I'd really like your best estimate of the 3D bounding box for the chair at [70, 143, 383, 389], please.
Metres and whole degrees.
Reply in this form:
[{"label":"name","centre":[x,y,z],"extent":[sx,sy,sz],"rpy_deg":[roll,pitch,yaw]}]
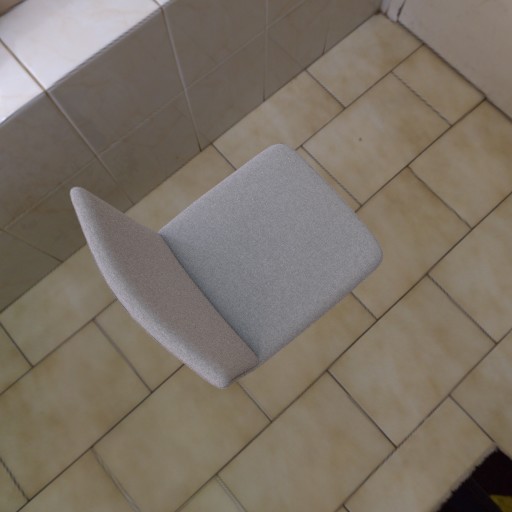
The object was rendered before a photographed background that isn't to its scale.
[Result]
[{"label":"chair","centre":[0.000,0.000,1.157],"extent":[0.570,0.859,0.456],"rpy_deg":[-38,79,-9]}]
